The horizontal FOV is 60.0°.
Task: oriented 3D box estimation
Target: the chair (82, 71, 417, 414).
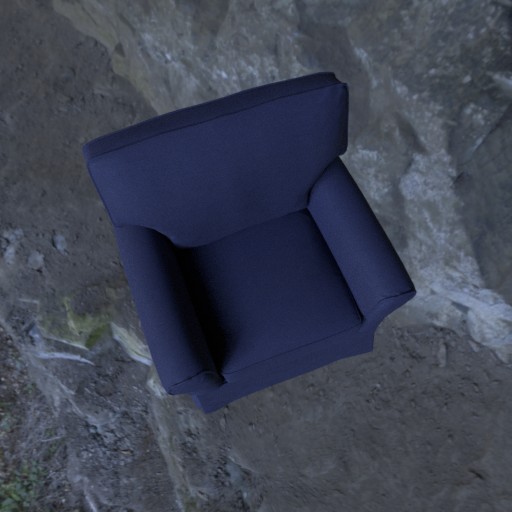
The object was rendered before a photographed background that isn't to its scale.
[{"bbox_3d":[0.000,0.000,1.977,1.119,1.140,1.002,-20,66,-9],"label":"chair"}]
